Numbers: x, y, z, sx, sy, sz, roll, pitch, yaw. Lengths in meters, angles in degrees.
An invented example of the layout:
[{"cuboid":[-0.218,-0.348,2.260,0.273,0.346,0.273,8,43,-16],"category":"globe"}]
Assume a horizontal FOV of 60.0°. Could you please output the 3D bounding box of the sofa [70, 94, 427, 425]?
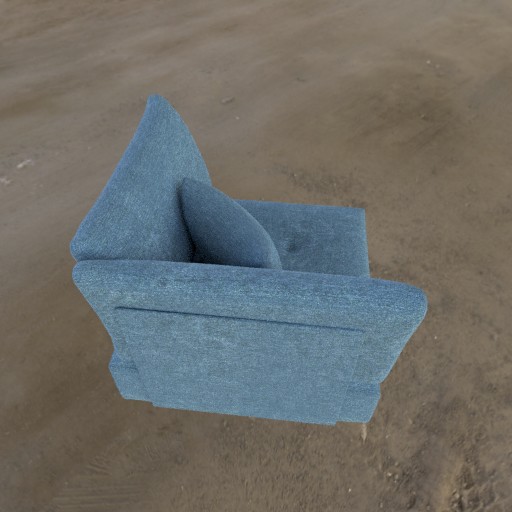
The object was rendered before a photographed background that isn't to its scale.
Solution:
[{"cuboid":[0.000,0.000,1.744,1.000,0.820,1.000,5,47,4],"category":"sofa"}]
